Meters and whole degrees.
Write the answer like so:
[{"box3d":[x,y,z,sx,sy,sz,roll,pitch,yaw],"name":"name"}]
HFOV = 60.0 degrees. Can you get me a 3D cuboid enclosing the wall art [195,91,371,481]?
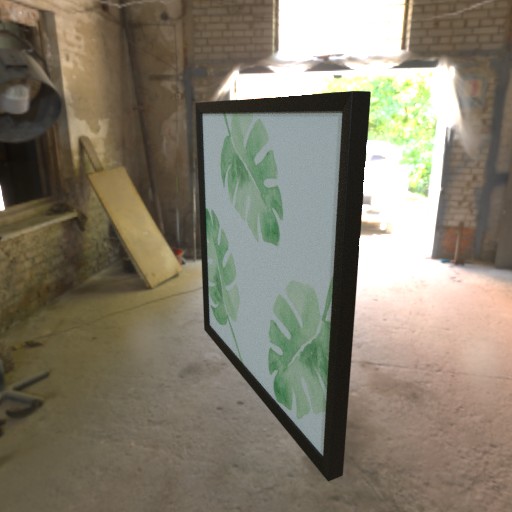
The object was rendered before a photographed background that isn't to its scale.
[{"box3d":[0.000,0.000,1.144,0.038,0.765,0.765,-8,19,-25],"name":"wall art"}]
